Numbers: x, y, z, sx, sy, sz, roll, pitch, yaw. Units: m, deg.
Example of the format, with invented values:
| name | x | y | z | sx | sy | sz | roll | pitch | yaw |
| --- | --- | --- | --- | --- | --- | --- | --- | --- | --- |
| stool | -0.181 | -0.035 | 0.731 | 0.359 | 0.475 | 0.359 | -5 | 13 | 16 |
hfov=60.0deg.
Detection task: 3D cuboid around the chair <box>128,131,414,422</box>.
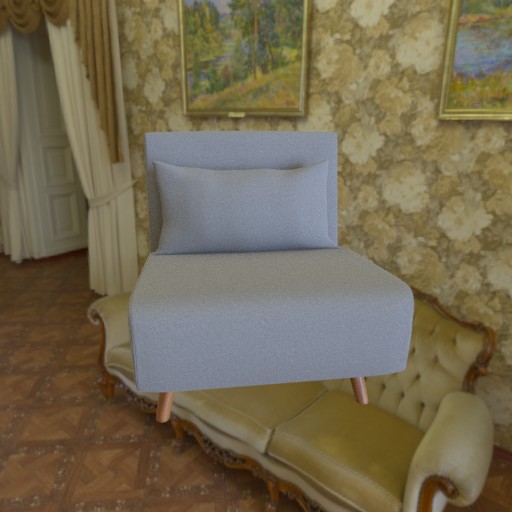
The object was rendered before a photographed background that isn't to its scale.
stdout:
| name | x | y | z | sx | sy | sz | roll | pitch | yaw |
| --- | --- | --- | --- | --- | --- | --- | --- | --- | --- |
| chair | 0.000 | 0.000 | 1.502 | 0.770 | 0.808 | 0.902 | -2 | 17 | -8 |
